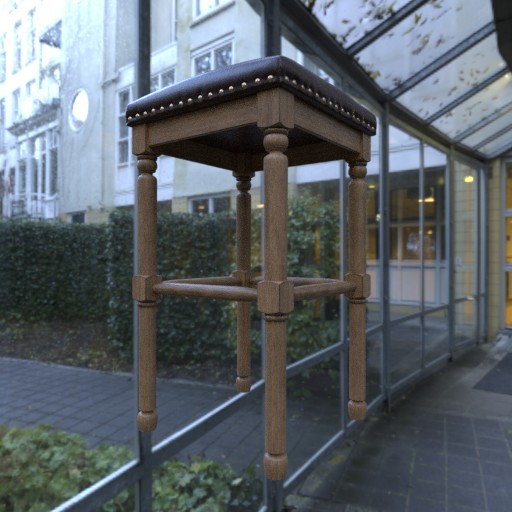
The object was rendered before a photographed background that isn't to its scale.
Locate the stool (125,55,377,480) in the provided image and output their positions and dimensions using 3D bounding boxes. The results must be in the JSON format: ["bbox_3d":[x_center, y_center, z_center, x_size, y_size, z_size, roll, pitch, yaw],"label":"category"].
[{"bbox_3d":[0.000,0.000,0.929,0.383,0.702,0.382,0,0,37],"label":"stool"}]
